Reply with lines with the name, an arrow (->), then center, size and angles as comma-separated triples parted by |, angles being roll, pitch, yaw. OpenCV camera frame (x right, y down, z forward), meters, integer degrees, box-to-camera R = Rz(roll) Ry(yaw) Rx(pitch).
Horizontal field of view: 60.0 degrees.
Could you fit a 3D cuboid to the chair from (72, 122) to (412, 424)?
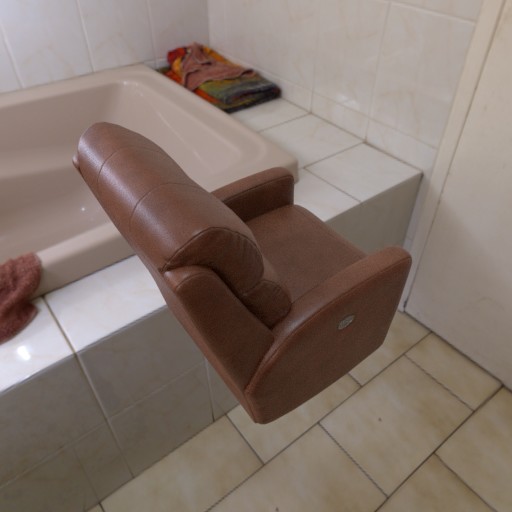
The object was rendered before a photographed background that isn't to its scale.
chair -> 0.000, 0.000, 1.651 | 0.939, 1.016, 0.787 | -25, 48, -25
